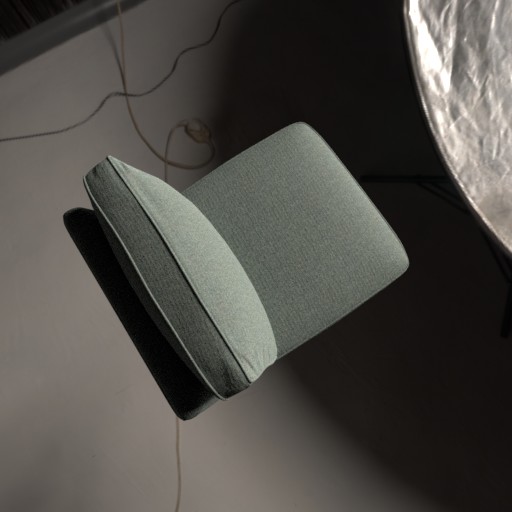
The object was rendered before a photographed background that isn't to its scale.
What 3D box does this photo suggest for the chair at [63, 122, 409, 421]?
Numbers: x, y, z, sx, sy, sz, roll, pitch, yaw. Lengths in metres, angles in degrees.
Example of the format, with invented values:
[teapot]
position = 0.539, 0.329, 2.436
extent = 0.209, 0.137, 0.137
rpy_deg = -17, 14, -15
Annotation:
[chair]
position = 0.000, 0.000, 1.413
extent = 0.796, 0.901, 0.624
rpy_deg = -33, 79, -7
